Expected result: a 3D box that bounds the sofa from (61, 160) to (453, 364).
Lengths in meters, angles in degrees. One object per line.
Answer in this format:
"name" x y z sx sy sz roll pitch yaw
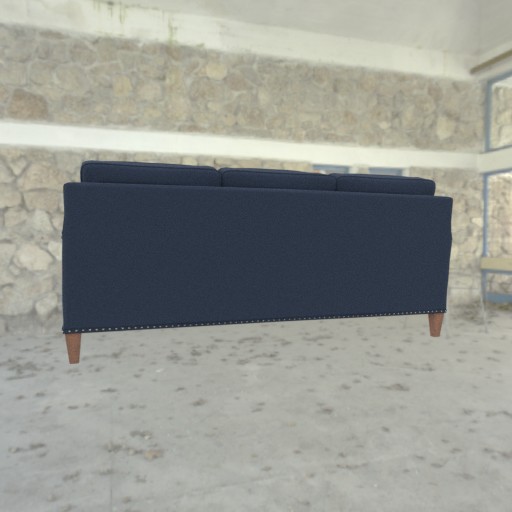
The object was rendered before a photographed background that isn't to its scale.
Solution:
"sofa" 0.000 0.000 2.847 2.246 1.003 1.084 0 2 -17
